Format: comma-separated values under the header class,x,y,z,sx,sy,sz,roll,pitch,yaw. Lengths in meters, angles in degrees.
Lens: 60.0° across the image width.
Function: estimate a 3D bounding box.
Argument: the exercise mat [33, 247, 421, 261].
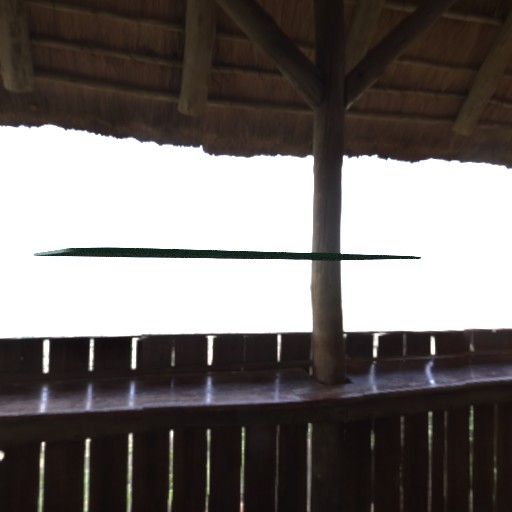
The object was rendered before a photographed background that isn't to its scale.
class,x,y,z,sx,sy,sz,roll,pitch,yaw
exercise mat,0.000,0.000,2.134,1.869,0.021,0.616,1,-2,-36
